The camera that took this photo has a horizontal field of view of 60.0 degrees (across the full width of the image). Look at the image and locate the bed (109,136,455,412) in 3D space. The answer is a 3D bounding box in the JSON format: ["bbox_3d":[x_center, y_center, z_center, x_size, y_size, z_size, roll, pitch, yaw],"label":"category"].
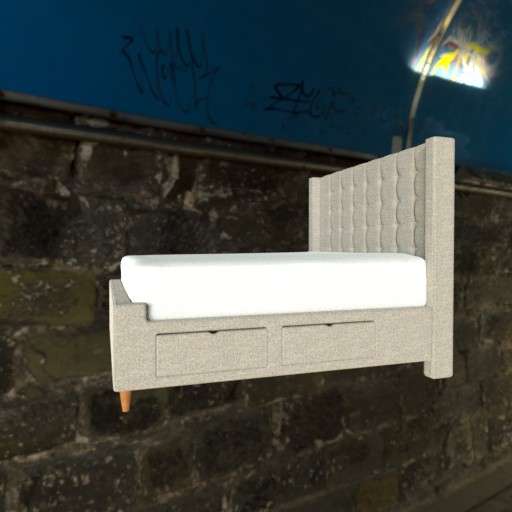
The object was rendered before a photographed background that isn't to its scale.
[{"bbox_3d":[0.000,0.000,3.801,2.372,1.748,2.044,0,1,-19],"label":"bed"}]
